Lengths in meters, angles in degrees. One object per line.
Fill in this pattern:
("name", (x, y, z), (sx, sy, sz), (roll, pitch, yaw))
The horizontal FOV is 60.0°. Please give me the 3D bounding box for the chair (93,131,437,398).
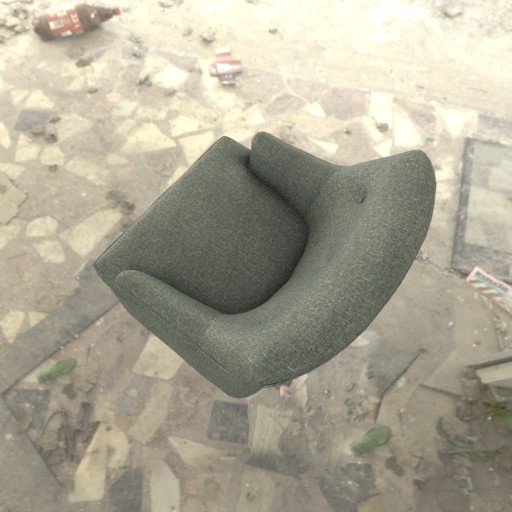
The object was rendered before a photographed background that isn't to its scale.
("chair", (0.000, 0.000, 1.590), (0.923, 0.856, 0.864), (33, 67, 16))
